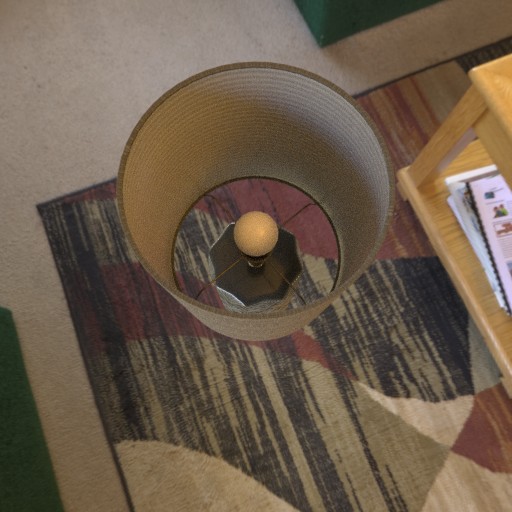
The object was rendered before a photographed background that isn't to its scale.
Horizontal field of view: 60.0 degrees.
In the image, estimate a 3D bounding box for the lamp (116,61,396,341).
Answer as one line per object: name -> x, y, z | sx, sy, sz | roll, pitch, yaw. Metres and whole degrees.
lamp -> 0.000, 0.000, 0.701 | 0.269, 0.566, 0.268 | -39, 78, -10
